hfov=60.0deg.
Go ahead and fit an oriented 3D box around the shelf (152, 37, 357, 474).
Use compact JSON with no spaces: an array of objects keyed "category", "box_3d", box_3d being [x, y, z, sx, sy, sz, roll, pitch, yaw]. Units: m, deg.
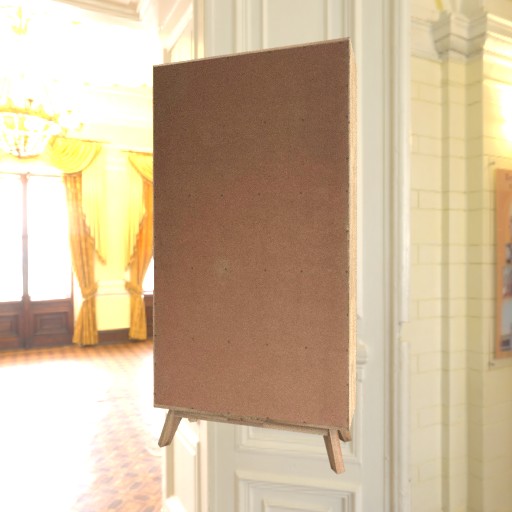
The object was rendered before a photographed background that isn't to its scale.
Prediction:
[{"category":"shelf","box_3d":[0.000,0.000,1.737,0.748,1.471,0.308,0,1,18]}]
